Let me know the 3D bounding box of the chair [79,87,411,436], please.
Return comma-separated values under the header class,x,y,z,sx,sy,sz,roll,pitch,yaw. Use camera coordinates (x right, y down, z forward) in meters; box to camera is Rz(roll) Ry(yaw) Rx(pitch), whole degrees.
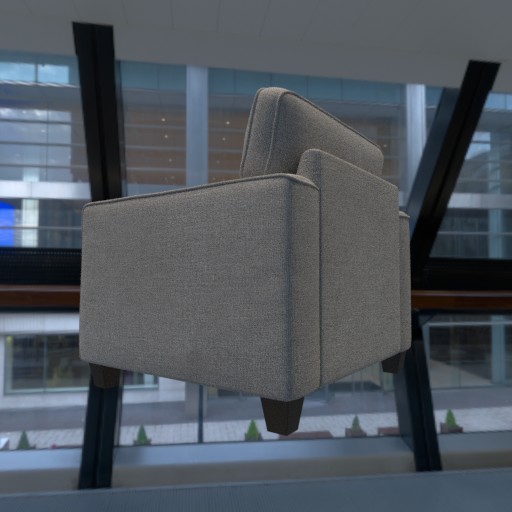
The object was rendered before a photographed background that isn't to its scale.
class,x,y,z,sx,sy,sz,roll,pitch,yaw
chair,0.000,0.000,1.763,0.939,0.965,1.015,-2,-3,36
